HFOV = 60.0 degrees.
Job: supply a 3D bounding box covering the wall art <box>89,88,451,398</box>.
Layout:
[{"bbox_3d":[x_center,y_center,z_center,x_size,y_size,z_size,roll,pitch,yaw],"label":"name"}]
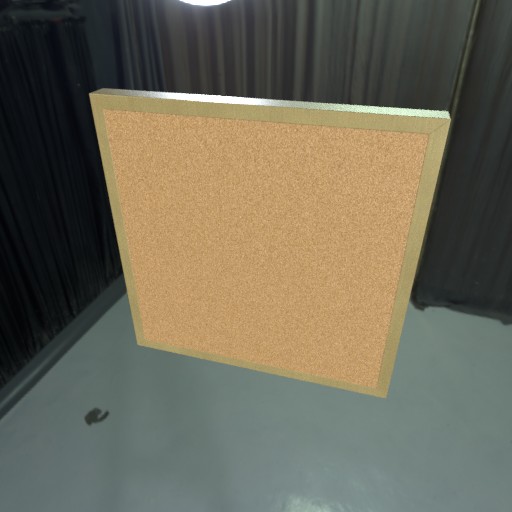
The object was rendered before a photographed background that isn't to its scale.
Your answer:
[{"bbox_3d":[0.000,0.000,0.752,0.508,0.508,0.038,9,33,13],"label":"wall art"}]
